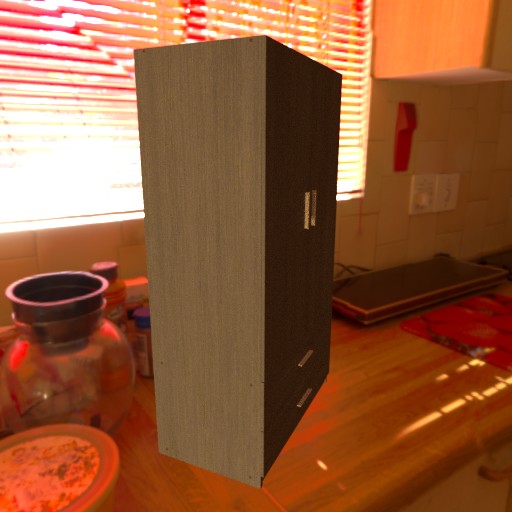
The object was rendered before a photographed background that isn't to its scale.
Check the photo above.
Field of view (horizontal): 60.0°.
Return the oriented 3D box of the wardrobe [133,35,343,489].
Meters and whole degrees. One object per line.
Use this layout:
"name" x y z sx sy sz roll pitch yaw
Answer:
"wardrobe" 0.000 0.000 2.241 0.577 1.808 0.991 7 16 25
